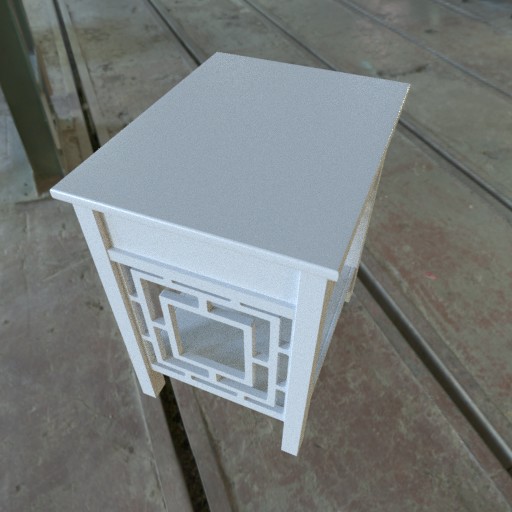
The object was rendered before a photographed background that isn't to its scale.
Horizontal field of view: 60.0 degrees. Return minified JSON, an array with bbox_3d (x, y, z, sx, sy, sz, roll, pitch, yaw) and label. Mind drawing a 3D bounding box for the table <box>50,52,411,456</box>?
[{"bbox_3d":[0.000,0.000,1.009,0.451,0.646,0.564,16,48,16],"label":"table"}]
